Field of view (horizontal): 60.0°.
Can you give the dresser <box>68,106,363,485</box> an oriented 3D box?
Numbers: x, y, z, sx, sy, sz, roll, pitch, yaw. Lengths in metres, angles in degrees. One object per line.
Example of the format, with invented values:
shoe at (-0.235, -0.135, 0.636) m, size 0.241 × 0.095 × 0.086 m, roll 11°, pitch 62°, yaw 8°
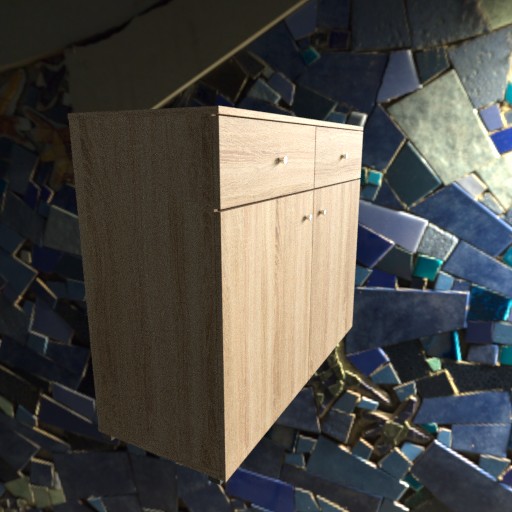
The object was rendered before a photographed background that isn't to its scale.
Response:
dresser at (0.000, 0.000, 1.551) m, size 0.450 × 0.900 × 1.100 m, roll 7°, pitch 16°, yaw 27°
